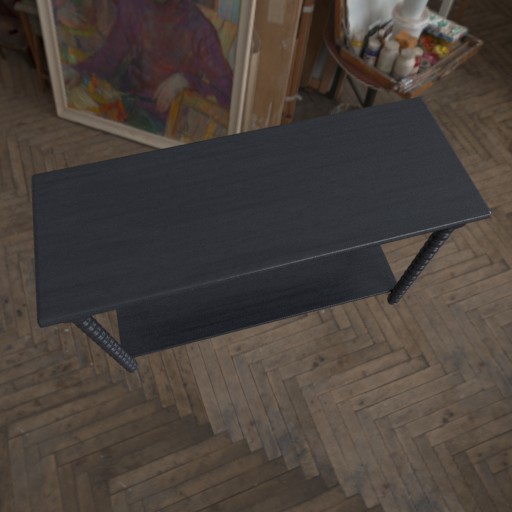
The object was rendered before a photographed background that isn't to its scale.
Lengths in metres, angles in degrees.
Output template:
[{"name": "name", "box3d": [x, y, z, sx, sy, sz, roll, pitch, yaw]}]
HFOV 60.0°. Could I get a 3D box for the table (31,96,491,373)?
[{"name": "table", "box3d": [0.000, 0.000, 1.529, 1.184, 0.735, 0.459, -13, 64, -7]}]
